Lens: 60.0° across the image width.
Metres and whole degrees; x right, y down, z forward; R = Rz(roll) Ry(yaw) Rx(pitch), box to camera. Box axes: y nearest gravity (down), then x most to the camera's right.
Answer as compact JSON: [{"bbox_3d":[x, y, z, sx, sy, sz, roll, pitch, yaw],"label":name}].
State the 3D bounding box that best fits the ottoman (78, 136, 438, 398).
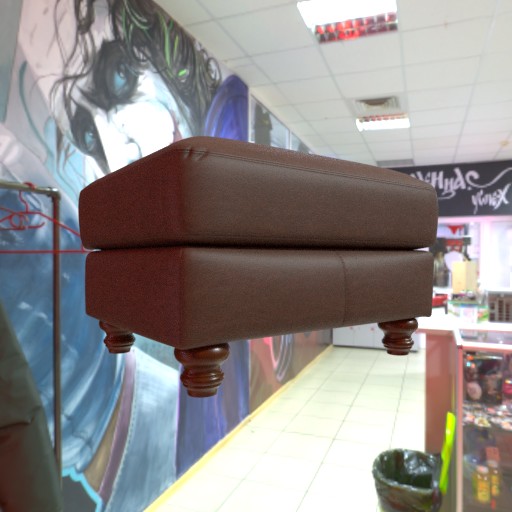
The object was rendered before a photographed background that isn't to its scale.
[{"bbox_3d":[0.000,0.000,1.183,0.787,0.508,0.635,0,0,-36],"label":"ottoman"}]
